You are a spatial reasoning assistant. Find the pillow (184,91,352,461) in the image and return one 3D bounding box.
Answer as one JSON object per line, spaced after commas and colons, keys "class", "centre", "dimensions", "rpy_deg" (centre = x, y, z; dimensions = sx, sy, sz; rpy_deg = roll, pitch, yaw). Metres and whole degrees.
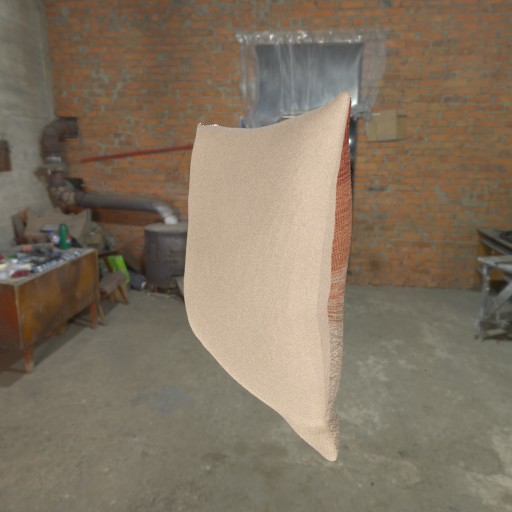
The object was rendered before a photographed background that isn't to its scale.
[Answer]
{"class": "pillow", "centre": [0.000, 0.000, 0.695], "dimensions": [0.182, 0.441, 0.440], "rpy_deg": [-7, 14, -28]}
